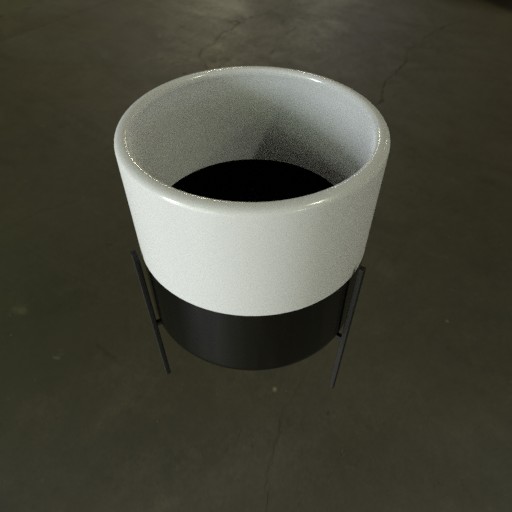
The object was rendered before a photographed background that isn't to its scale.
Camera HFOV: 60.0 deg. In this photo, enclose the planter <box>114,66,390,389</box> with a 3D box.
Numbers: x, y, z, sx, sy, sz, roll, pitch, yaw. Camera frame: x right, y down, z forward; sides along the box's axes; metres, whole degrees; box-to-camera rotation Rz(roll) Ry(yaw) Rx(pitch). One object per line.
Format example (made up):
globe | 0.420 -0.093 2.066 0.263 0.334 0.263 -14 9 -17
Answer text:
planter | 0.000 0.000 0.645 0.310 0.432 0.310 15 48 14
